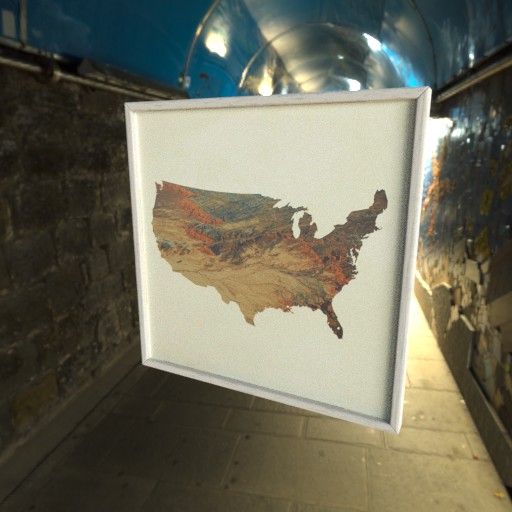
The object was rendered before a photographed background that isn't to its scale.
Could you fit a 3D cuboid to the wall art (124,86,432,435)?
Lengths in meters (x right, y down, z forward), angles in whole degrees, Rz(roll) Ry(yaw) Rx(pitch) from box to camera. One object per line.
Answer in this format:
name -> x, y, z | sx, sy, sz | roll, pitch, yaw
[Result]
wall art -> 0.000, 0.000, 1.895 | 1.287, 1.288, 0.078 | 7, 16, 26
